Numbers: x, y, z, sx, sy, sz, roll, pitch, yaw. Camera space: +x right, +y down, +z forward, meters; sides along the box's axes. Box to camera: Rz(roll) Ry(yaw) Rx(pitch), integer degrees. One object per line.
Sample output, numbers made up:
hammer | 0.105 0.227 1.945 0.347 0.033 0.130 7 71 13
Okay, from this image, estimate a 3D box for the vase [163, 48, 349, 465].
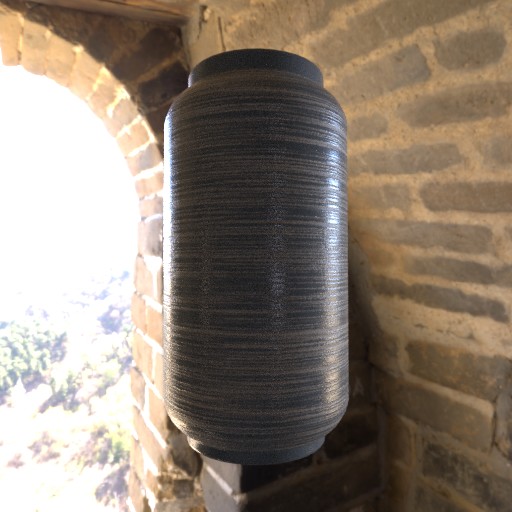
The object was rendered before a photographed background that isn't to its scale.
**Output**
vase | 0.000 0.000 0.286 0.116 0.230 0.116 0 -1 0
